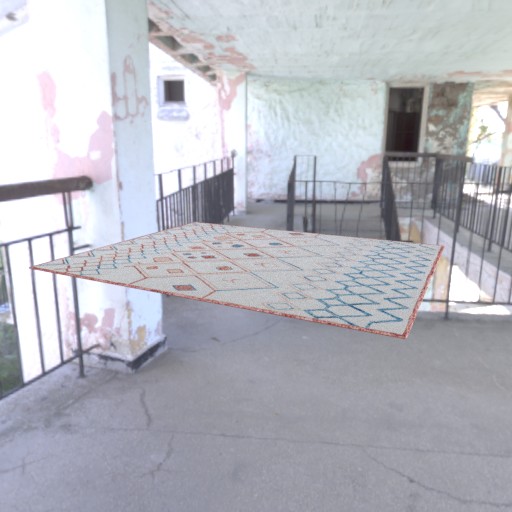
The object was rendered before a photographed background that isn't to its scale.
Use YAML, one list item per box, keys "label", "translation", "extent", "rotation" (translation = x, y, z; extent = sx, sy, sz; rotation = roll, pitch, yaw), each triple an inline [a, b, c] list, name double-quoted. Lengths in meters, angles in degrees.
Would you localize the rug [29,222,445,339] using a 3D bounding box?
- label: "rug"
  translation: [0.000, 0.000, 4.101]
  extent: [3.050, 0.016, 2.441]
  rotation: [7, 16, 26]
